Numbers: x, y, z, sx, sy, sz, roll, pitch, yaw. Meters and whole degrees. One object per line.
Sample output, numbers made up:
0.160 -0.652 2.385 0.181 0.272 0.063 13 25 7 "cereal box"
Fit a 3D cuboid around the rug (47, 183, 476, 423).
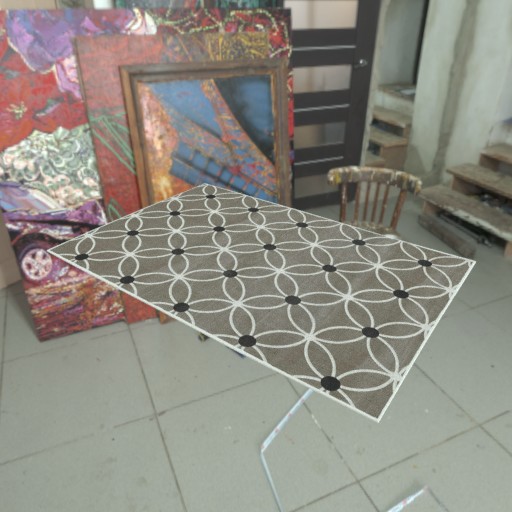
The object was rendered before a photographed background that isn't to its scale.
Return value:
0.000 0.000 2.817 2.284 0.008 1.522 20 36 31 "rug"
